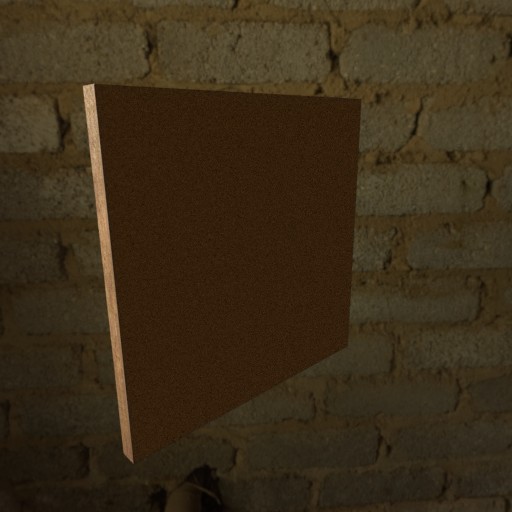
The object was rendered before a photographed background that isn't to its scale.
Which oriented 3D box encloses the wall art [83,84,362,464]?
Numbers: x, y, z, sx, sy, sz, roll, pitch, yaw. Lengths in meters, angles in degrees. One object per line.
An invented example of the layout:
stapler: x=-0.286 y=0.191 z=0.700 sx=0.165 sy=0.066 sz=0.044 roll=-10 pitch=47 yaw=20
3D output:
wall art: x=0.000 y=0.000 z=0.876 sx=0.611 sy=0.608 sz=0.042 roll=-15 pitch=22 yaw=-41
